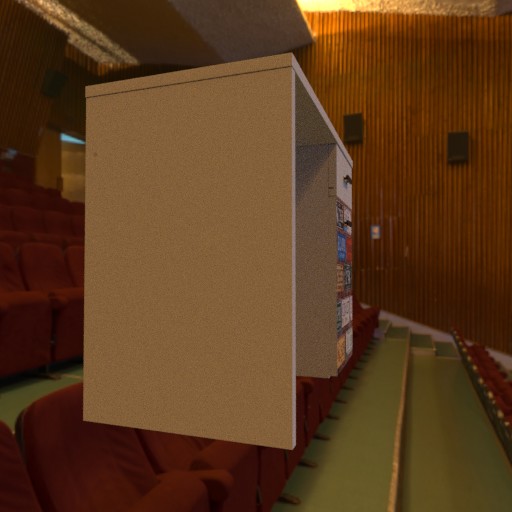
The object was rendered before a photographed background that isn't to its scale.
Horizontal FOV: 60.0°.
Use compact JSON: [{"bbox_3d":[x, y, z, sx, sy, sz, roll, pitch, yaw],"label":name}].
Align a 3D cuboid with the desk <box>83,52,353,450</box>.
[{"bbox_3d":[0.000,0.000,1.310,0.482,0.730,0.898,0,-1,19],"label":"desk"}]
